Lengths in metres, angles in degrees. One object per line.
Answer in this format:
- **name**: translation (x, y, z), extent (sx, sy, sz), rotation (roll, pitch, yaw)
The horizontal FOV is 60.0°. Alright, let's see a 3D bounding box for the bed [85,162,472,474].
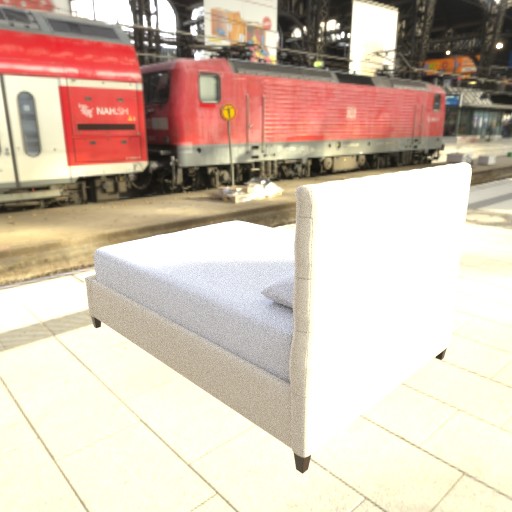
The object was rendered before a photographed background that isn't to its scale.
- **bed**: translation (0.000, 0.000, 3.346), extent (1.698, 1.427, 2.387), rotation (-16, 23, -42)
